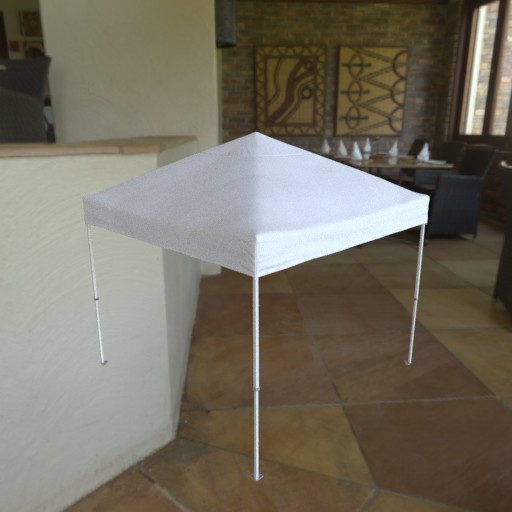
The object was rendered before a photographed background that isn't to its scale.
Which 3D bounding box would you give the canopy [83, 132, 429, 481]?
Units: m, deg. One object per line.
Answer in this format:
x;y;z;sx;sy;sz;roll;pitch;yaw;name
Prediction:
0.000;0.000;5.558;2.996;2.997;2.998;15;22;43;canopy
